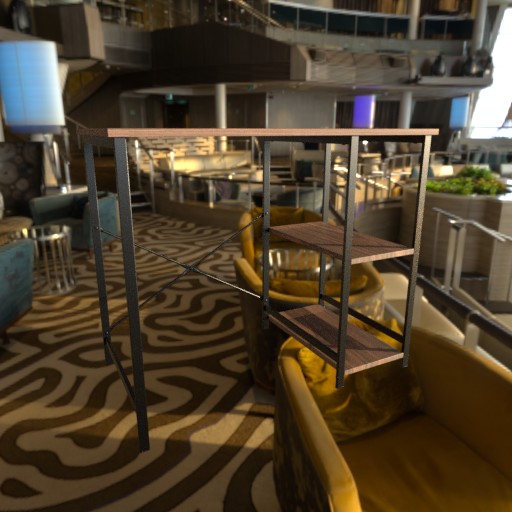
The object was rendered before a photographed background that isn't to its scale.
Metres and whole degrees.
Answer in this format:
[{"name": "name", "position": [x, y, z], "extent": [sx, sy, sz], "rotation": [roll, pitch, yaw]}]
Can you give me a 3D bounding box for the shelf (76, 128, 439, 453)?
[{"name": "shelf", "position": [0.000, 0.000, 1.360], "extent": [0.902, 0.750, 0.498], "rotation": [-8, 18, -27]}]
